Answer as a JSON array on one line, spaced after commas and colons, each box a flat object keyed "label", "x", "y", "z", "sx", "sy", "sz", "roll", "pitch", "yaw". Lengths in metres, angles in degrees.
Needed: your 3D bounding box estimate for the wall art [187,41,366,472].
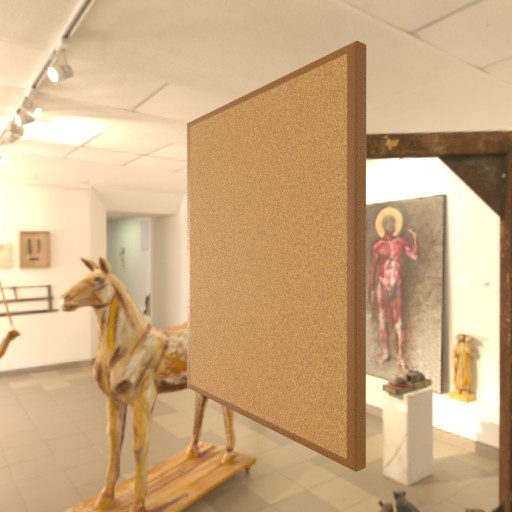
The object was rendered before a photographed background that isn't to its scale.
[{"label": "wall art", "x": 0.000, "y": 0.000, "z": 0.516, "sx": 0.015, "sy": 0.379, "sz": 0.310, "roll": 0, "pitch": 0, "yaw": -37}]
